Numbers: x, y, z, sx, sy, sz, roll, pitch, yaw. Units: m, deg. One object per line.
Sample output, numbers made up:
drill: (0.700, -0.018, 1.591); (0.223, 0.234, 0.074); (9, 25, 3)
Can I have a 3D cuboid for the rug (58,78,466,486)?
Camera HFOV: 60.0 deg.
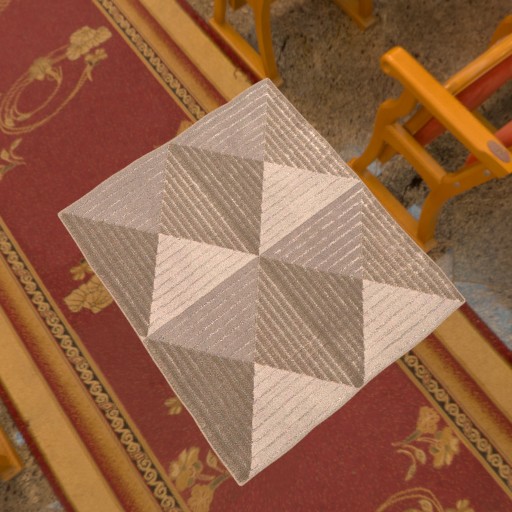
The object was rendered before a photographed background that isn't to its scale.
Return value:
rug: (0.000, 0.000, 0.883); (0.551, 0.008, 0.642); (-36, 77, -9)
